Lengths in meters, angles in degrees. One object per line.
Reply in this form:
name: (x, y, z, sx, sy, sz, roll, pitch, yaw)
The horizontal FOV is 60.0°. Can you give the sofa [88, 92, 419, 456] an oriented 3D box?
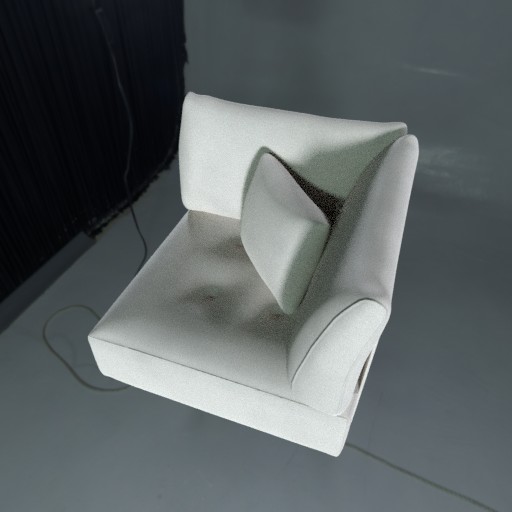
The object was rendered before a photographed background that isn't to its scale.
sofa: (0.000, 0.000, 1.719, 1.000, 0.820, 1.000, 14, 44, 15)
